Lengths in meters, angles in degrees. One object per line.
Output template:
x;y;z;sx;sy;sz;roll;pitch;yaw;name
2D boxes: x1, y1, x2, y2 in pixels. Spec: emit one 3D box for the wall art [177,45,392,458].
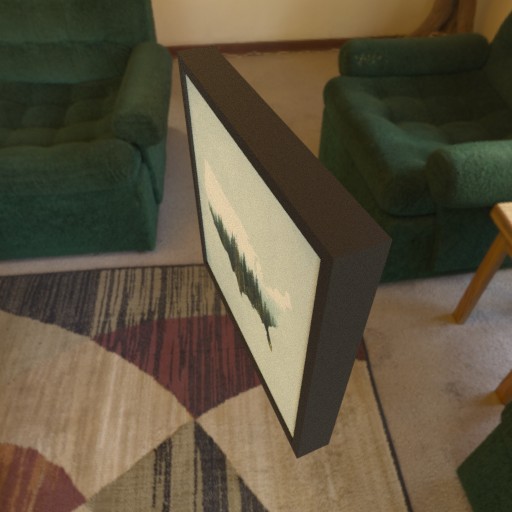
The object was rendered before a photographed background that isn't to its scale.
0.000;0.000;0.453;0.038;0.304;0.304;-17;49;-16;wall art
